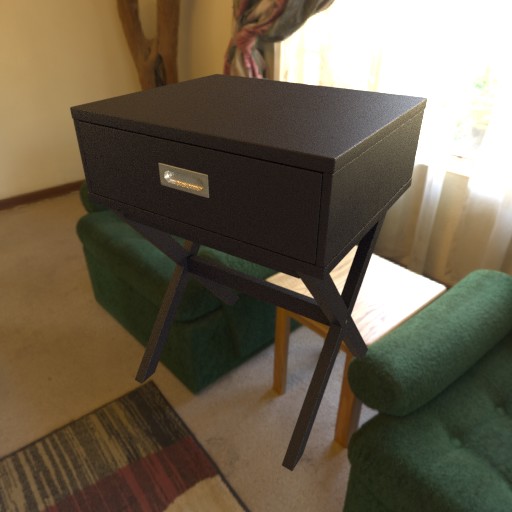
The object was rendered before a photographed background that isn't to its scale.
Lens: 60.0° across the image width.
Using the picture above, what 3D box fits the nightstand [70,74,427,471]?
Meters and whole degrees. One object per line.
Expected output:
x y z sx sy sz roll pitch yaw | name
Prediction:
0.000 0.000 0.929 0.479 0.623 0.402 19 36 28 | nightstand
